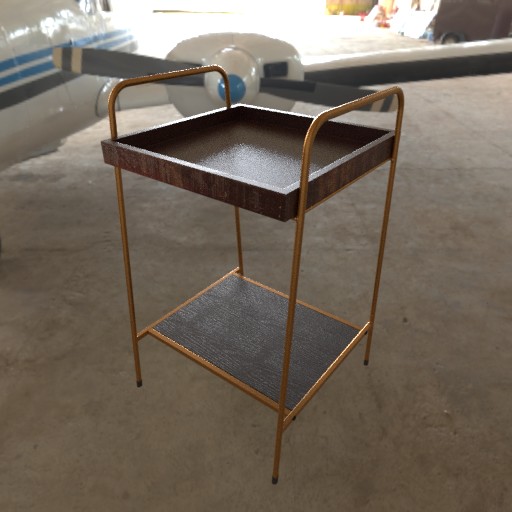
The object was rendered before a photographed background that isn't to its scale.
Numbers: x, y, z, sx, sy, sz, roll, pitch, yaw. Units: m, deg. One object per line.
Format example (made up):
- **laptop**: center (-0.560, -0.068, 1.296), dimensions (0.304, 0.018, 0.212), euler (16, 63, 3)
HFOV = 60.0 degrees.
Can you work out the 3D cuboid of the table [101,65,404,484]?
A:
- **table**: center (0.000, 0.000, 0.962), dimensions (0.430, 0.710, 0.430), euler (21, 37, 32)
